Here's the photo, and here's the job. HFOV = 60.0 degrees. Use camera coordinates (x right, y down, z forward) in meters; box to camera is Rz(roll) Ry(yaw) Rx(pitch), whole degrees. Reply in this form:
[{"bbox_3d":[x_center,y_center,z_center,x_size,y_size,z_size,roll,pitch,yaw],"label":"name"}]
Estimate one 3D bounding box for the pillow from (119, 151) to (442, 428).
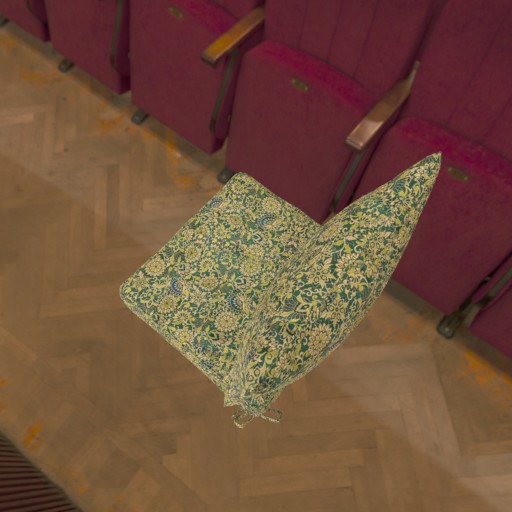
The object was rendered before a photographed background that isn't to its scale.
[{"bbox_3d":[0.000,0.000,1.373,0.740,0.722,0.798,36,69,16],"label":"pillow"}]
